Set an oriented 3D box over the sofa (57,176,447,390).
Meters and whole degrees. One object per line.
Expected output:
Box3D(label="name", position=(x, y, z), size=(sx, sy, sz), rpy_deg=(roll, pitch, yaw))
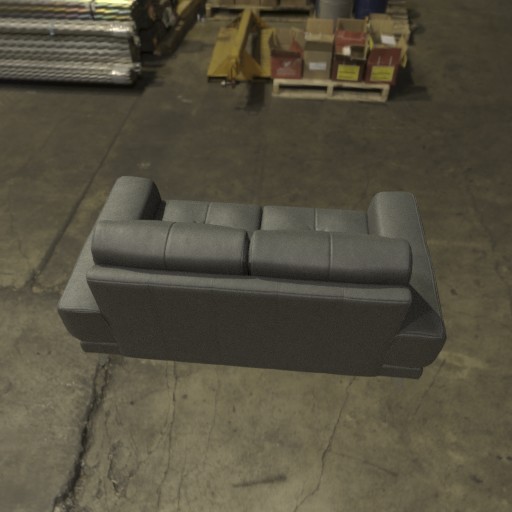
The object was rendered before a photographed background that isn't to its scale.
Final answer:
Box3D(label="sofa", position=(0.000, 0.000, 2.363), size=(1.806, 0.907, 1.018), rpy_deg=(4, 47, 4))
